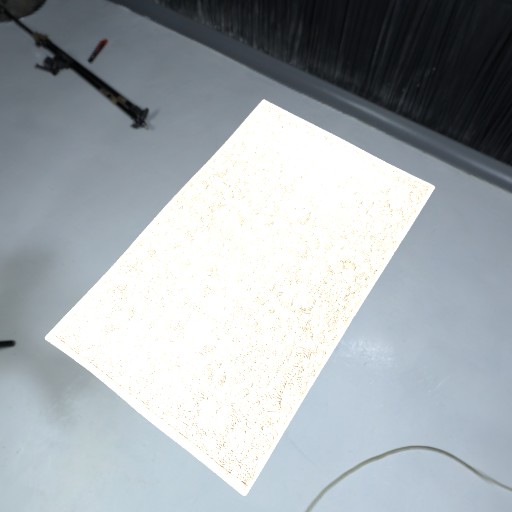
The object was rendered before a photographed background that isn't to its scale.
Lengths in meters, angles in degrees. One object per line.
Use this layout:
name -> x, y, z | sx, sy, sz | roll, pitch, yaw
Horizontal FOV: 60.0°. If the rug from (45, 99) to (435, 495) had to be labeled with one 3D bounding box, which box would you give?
rug -> 0.000, 0.000, 3.004 | 1.529, 0.012, 2.435 | 32, 68, 14
